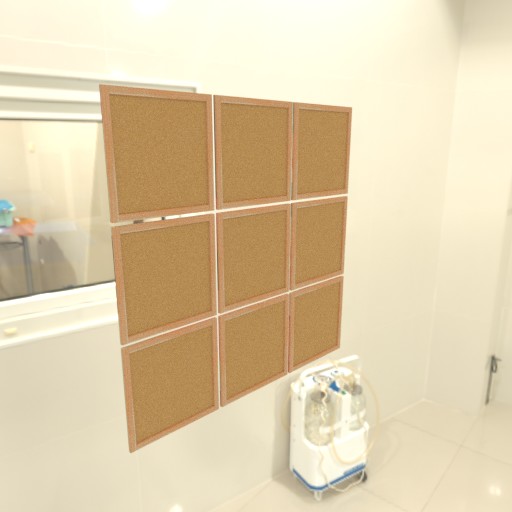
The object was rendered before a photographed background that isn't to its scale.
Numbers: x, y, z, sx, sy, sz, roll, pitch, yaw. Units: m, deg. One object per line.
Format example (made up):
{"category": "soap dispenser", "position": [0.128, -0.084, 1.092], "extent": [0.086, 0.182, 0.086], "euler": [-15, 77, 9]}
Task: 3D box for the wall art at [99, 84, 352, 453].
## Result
{"category": "wall art", "position": [0.000, 0.000, 1.815], "extent": [1.216, 1.220, 0.013], "euler": [-13, 19, -41]}
